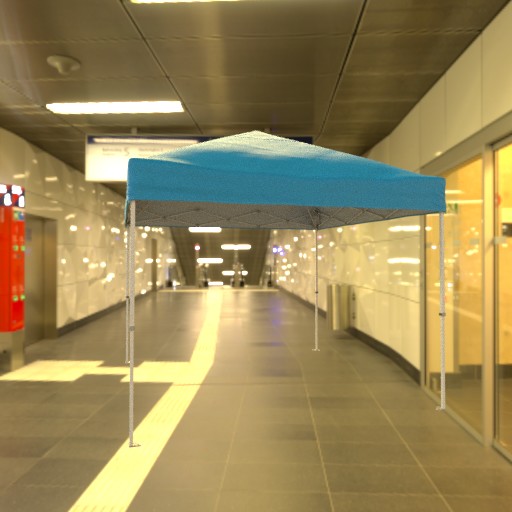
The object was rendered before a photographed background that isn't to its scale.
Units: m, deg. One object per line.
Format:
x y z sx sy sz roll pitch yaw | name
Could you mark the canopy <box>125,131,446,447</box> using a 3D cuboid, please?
0.000 0.000 5.296 2.996 2.997 2.998 0 0 -17 | canopy
